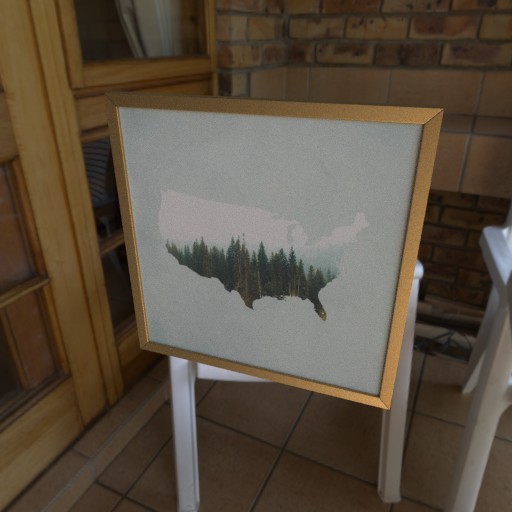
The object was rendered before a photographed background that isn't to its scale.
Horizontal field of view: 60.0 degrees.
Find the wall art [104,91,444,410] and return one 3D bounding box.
[{"bbox_3d":[0.000,0.000,1.132,0.762,0.762,0.038,9,28,18],"label":"wall art"}]
